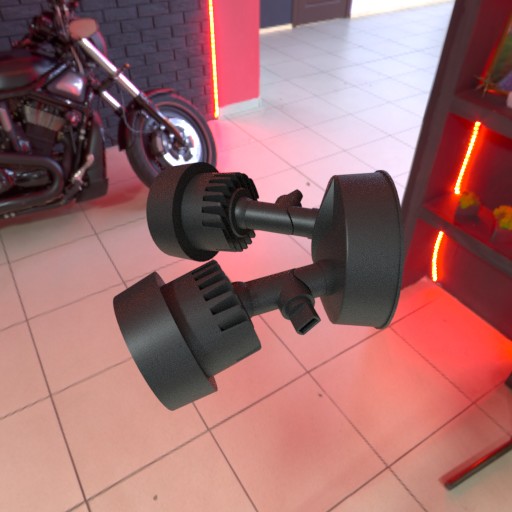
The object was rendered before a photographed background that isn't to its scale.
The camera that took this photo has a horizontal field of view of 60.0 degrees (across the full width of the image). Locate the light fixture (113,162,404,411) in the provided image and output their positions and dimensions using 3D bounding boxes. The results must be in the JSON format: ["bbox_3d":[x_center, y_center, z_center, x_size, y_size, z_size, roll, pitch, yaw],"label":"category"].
[{"bbox_3d":[0.000,0.000,0.309,0.168,0.120,0.213,0,41,0],"label":"light fixture"}]
